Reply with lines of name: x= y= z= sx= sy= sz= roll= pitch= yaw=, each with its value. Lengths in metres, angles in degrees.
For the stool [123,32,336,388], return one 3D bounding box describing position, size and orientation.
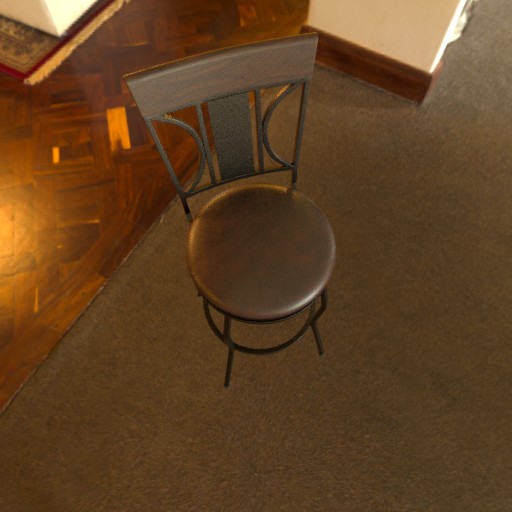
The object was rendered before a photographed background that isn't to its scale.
stool: x=0.000 y=0.000 z=1.388 sx=0.448 sy=1.130 sz=0.513 roll=-17 pitch=65 yaw=-8
